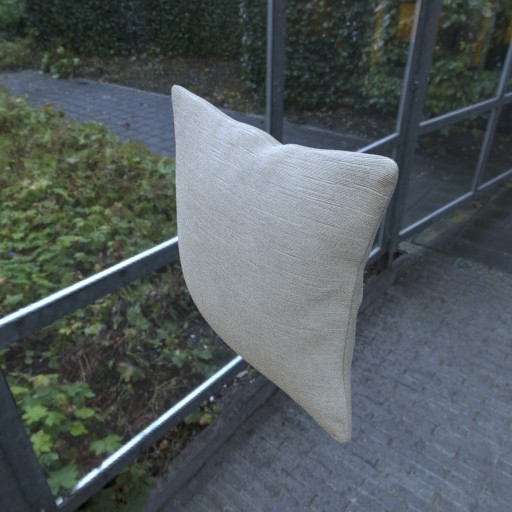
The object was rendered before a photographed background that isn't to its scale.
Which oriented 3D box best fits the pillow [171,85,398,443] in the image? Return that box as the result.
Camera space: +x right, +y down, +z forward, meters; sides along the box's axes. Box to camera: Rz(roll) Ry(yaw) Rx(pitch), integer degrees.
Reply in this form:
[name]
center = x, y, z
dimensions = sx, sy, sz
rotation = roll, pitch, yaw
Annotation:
[pillow]
center = 0.000, 0.000, 0.658
dimensions = 0.162, 0.420, 0.437
rotation = -21, 38, -30
